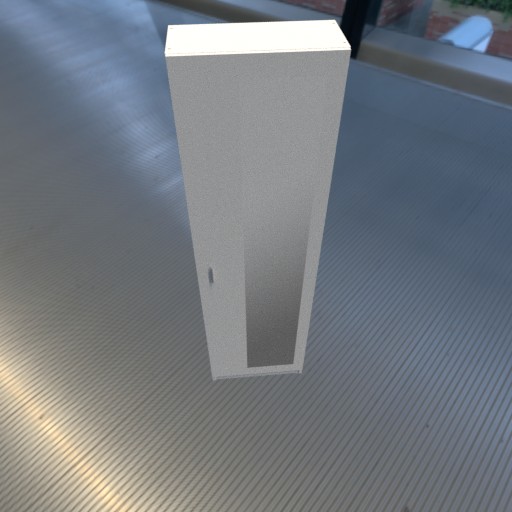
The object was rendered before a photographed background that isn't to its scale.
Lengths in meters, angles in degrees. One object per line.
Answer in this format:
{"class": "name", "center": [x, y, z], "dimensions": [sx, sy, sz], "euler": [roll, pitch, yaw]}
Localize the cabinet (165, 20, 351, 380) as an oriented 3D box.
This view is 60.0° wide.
{"class": "cabinet", "center": [0.000, 0.000, 1.897], "dimensions": [0.500, 1.790, 0.230], "euler": [-4, 47, -3]}
